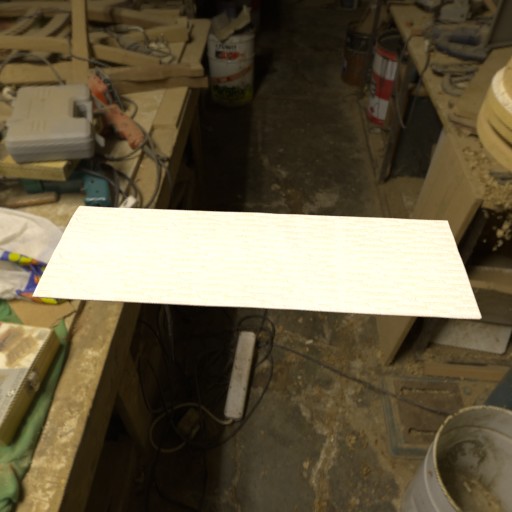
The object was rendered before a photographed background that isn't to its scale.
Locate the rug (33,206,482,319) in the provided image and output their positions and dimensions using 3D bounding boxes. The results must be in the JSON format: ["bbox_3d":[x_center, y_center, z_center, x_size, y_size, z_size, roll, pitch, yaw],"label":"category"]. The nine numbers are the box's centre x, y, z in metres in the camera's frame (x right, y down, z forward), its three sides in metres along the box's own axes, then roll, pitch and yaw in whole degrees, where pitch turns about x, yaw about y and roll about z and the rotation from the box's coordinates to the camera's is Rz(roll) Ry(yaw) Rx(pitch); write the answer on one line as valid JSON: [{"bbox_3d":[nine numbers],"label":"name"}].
[{"bbox_3d":[0.000,0.000,2.661,2.450,0.014,0.793,3,46,2],"label":"rug"}]
